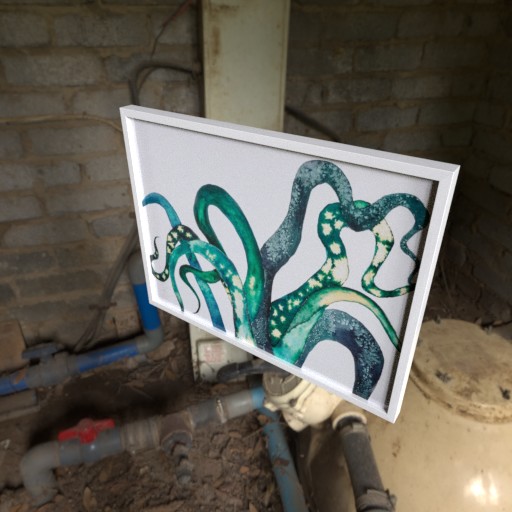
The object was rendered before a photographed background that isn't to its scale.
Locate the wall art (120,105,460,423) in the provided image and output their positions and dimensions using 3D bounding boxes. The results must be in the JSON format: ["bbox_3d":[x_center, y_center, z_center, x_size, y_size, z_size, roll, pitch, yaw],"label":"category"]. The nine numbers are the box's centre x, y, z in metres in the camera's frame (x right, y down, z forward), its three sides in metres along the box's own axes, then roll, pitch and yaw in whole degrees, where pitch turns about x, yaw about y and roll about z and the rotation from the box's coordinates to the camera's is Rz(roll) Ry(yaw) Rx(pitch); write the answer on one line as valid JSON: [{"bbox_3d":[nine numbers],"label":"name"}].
[{"bbox_3d":[0.000,0.000,1.398,1.041,0.787,0.053,20,36,29],"label":"wall art"}]
